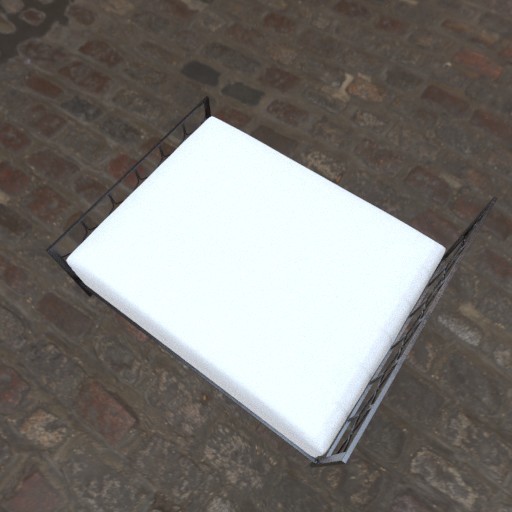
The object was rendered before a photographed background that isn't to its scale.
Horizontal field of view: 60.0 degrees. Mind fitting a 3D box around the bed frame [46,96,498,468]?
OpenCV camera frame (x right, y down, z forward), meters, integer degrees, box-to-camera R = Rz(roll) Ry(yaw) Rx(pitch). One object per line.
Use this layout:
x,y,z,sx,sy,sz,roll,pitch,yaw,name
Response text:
0.000,0.000,2.917,2.063,1.222,1.597,33,68,15,bed frame
